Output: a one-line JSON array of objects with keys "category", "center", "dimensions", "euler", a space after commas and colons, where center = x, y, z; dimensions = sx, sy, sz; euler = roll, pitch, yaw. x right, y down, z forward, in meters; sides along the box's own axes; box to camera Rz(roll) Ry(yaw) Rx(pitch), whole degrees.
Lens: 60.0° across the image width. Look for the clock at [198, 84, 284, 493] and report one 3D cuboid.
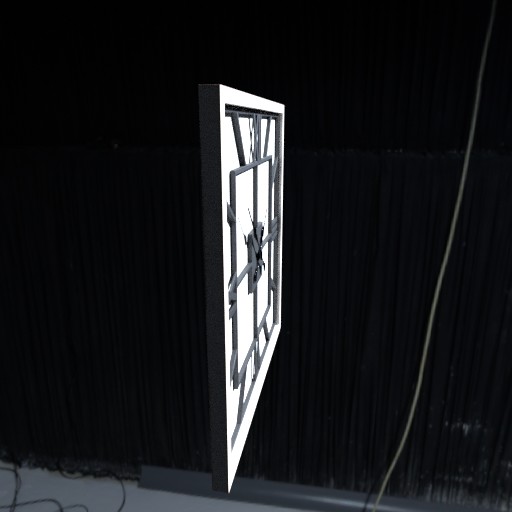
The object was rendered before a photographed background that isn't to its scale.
[{"category": "clock", "center": [0.000, 0.000, 1.051], "dimensions": [0.032, 0.705, 0.705], "euler": [3, 17, 10]}]
